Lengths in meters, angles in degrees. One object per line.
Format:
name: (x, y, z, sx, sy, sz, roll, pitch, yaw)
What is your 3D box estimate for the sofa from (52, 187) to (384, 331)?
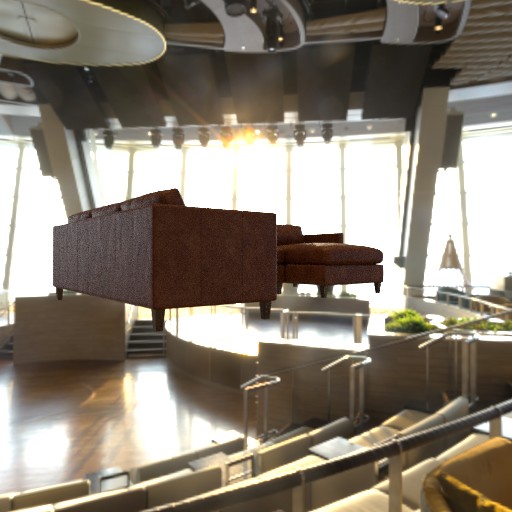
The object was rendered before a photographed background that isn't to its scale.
sofa: (0.000, 0.000, 4.511, 3.324, 0.888, 2.452, 0, 0, -37)
